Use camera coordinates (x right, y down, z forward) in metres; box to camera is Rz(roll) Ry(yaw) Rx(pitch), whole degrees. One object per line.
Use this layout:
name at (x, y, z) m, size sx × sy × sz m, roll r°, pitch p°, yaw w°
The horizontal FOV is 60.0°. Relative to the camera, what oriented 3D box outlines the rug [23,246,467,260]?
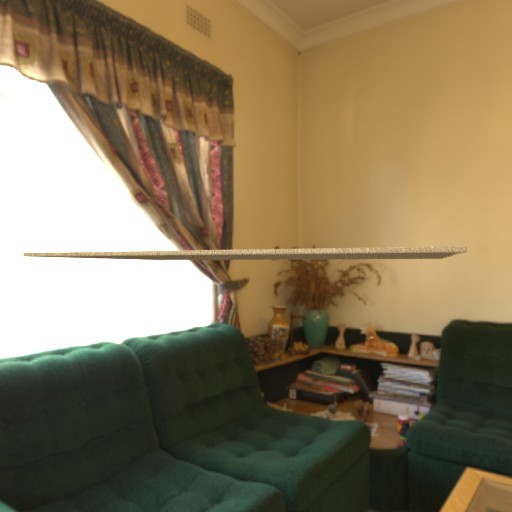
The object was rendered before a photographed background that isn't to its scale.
rug at (0.000, 0.000, 2.895) m, size 2.346 × 0.025 × 1.500 m, roll -1°, pitch -2°, yaw 19°
